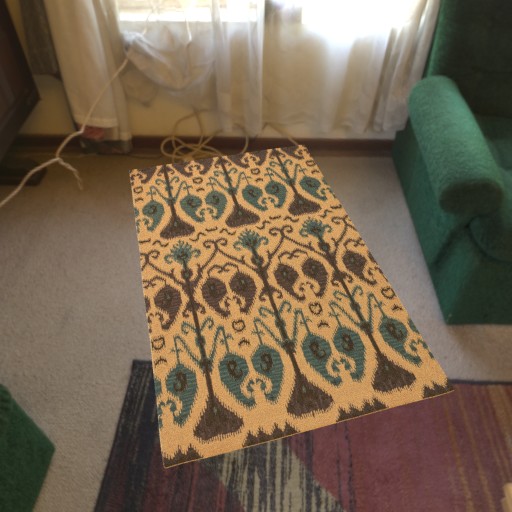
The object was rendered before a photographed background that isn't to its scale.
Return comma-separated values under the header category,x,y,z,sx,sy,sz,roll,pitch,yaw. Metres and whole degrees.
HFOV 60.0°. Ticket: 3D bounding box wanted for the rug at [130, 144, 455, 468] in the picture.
category,x,y,z,sx,sy,sz,roll,pitch,yaw
rug,0.000,0.000,2.101,1.072,0.013,1.698,-11,48,-10
